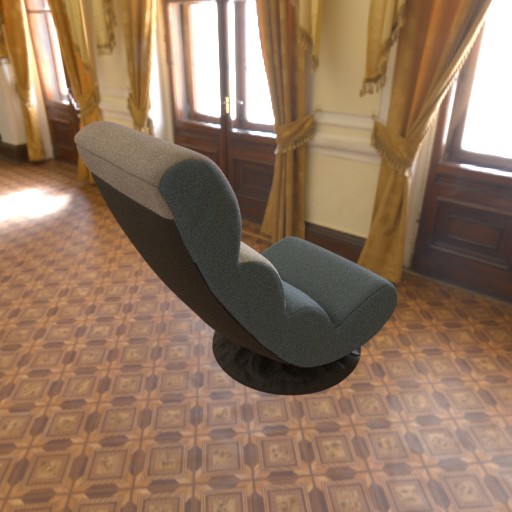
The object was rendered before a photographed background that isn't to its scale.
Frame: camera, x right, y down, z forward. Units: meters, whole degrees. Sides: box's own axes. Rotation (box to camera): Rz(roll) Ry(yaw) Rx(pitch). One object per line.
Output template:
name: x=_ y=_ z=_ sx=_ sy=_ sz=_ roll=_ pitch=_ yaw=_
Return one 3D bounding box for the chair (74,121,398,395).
chair: x=0.000 y=0.000 z=1.061 sx=0.661 sy=0.641 sz=0.420 roll=-18 pitch=32 yaw=-33
